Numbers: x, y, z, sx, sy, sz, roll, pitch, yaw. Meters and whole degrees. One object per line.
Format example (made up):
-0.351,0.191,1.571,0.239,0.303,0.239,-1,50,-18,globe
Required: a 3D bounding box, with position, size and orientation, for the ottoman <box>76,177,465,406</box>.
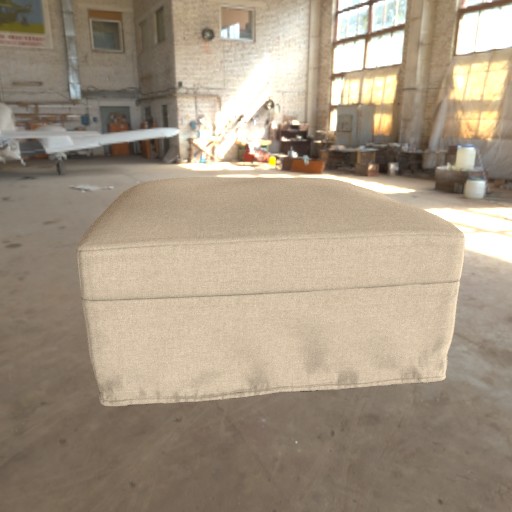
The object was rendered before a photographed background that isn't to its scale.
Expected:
0.000,0.000,1.335,0.840,0.436,0.843,-2,17,-8,ottoman
